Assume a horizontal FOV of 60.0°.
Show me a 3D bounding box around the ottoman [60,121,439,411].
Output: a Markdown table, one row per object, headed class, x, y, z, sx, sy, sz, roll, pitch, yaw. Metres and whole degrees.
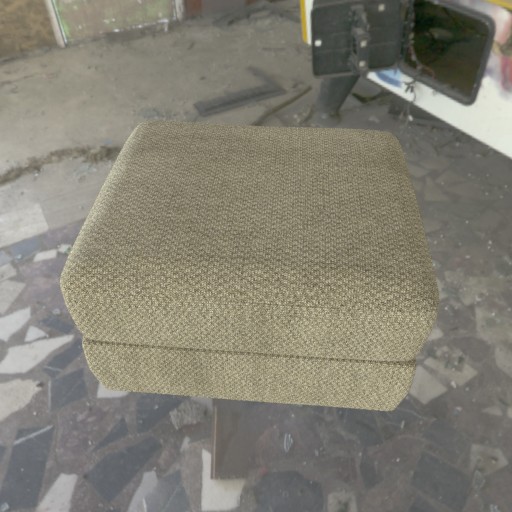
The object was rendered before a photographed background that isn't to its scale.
| class | x | y | z | sx | sy | sz | roll | pitch | yaw |
| --- | --- | --- | --- | --- | --- | --- | --- | --- | --- |
| ottoman | 0.000 | 0.000 | 1.127 | 0.751 | 0.476 | 0.603 | 3 | 47 | 3 |
